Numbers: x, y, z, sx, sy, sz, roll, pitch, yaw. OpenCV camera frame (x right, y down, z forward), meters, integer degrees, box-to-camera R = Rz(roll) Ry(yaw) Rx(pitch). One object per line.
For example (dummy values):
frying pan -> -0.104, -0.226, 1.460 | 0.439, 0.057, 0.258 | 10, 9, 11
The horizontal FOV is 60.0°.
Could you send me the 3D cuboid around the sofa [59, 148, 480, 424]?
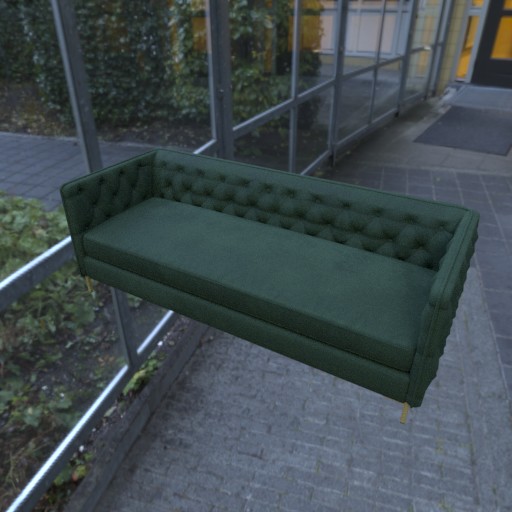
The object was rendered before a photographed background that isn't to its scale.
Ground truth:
sofa -> 0.000, 0.000, 2.602 | 2.209, 0.771, 0.895 | 17, 34, 26
